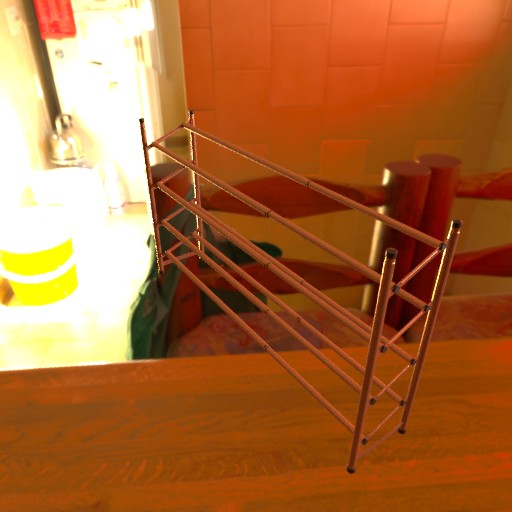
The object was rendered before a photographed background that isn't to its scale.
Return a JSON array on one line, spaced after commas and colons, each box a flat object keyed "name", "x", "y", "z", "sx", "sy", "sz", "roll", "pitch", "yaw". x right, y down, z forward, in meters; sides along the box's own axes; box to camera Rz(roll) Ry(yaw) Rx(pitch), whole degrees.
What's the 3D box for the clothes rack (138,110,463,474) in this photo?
[{"name": "clothes rack", "x": 0.000, "y": 0.000, "z": 1.436, "sx": 0.229, "sy": 0.672, "sz": 1.168, "roll": -20, "pitch": 37, "yaw": -30}]
